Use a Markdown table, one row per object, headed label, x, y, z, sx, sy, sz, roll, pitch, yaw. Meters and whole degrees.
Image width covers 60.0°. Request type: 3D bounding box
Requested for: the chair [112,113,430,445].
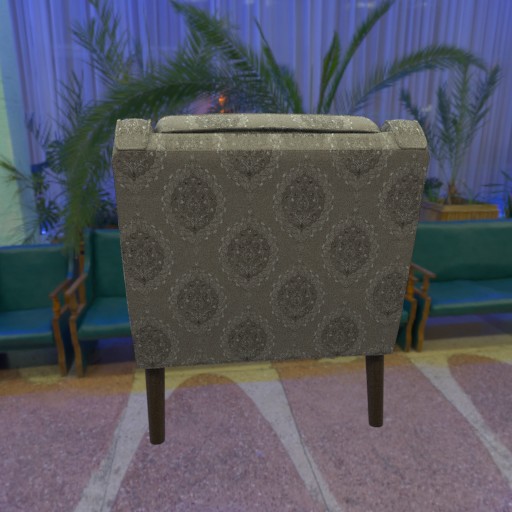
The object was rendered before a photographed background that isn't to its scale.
| label | x | y | z | sx | sy | sz | roll | pitch | yaw |
| --- | --- | --- | --- | --- | --- | --- | --- | --- | --- |
| chair | 0.000 | 0.000 | 1.328 | 0.665 | 0.797 | 0.750 | -2 | 16 | -6 |
